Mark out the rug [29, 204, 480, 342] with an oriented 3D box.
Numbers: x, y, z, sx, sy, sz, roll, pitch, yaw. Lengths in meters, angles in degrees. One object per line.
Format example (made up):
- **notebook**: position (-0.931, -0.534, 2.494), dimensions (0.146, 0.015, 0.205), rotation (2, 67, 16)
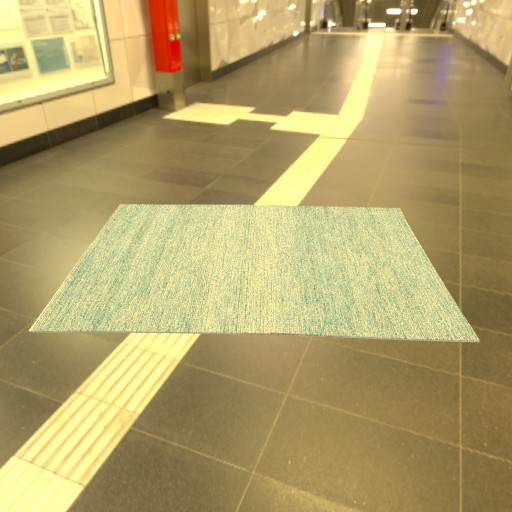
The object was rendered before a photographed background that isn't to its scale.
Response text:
- **rug**: position (0.000, 0.000, 2.934), dimensions (2.305, 0.029, 1.593), rotation (1, 31, 2)
